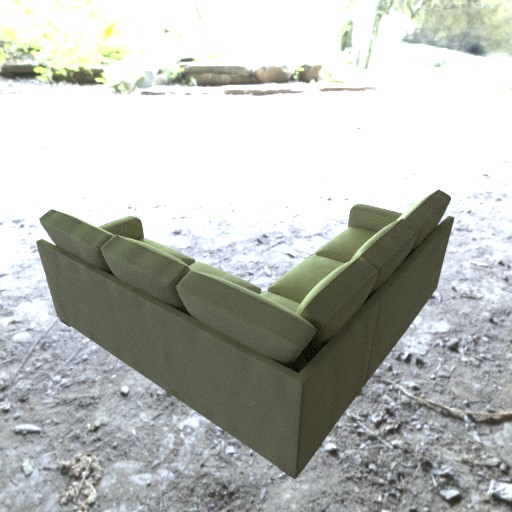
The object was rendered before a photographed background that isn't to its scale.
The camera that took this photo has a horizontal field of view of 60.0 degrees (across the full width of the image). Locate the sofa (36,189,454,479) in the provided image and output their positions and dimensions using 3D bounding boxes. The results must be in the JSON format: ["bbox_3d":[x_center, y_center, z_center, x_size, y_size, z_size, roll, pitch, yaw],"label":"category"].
[{"bbox_3d":[0.000,0.000,3.343,2.189,0.939,2.182,21,36,32],"label":"sofa"}]
